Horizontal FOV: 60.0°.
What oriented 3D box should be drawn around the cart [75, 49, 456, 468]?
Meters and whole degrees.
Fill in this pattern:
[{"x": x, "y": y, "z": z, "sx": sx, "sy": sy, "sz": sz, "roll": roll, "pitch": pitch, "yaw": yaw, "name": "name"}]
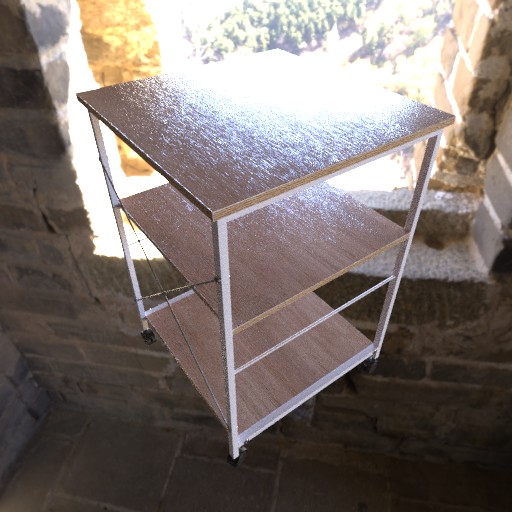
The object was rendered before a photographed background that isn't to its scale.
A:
[{"x": 0.000, "y": 0.000, "z": 1.093, "sx": 0.520, "sy": 0.762, "sz": 0.521, "roll": -25, "pitch": 46, "yaw": -27, "name": "cart"}]
